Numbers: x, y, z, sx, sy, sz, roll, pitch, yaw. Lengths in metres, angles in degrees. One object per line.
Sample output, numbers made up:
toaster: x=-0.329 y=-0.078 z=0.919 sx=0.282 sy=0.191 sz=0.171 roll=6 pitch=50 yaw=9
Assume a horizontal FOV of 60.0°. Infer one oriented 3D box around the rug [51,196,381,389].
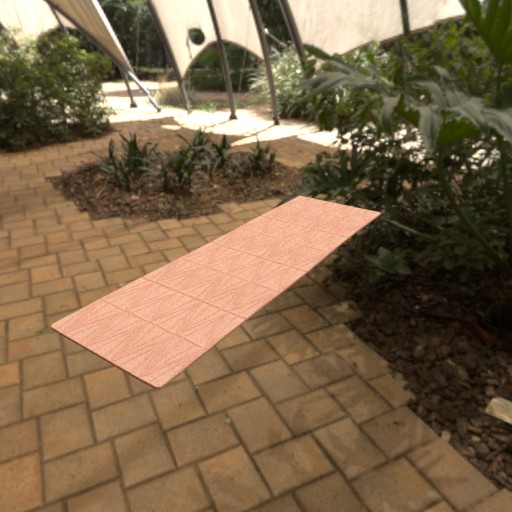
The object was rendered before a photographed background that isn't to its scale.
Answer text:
rug: x=0.000 y=0.000 z=2.847 sx=0.760 sy=0.015 sz=2.435 roll=17 pitch=31 yaw=31
